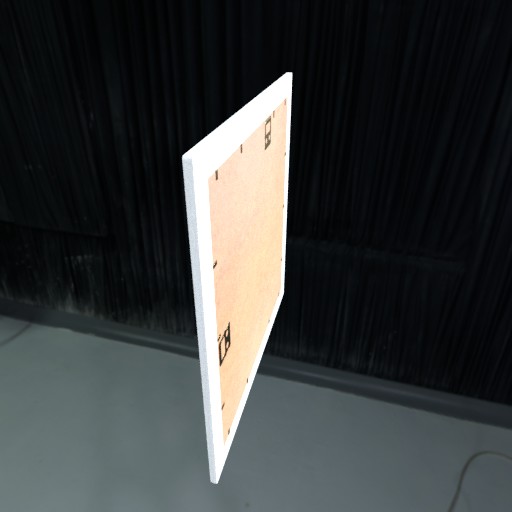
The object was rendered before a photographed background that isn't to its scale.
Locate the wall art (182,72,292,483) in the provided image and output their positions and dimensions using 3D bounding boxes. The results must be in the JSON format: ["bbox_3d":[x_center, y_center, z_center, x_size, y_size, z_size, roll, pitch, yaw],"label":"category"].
[{"bbox_3d":[0.000,0.000,0.863,0.013,0.584,0.584,8,32,12],"label":"wall art"}]
